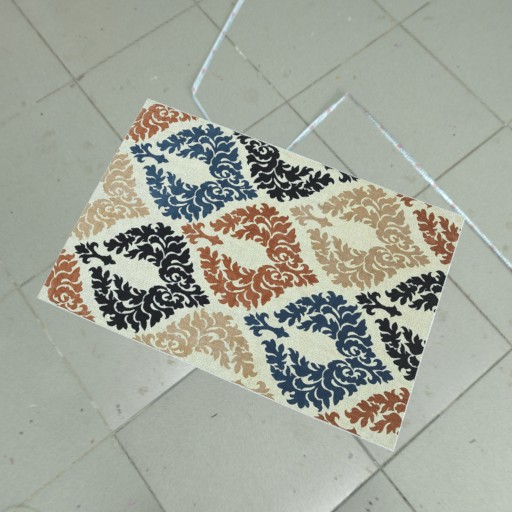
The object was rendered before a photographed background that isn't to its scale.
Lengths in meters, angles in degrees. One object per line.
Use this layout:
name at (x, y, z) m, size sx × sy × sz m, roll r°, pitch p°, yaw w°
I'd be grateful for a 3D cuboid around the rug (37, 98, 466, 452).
rug at (0.000, 0.000, 2.762) m, size 2.275 × 0.014 × 1.514 m, roll 22°, pitch 76°, yaw 6°
